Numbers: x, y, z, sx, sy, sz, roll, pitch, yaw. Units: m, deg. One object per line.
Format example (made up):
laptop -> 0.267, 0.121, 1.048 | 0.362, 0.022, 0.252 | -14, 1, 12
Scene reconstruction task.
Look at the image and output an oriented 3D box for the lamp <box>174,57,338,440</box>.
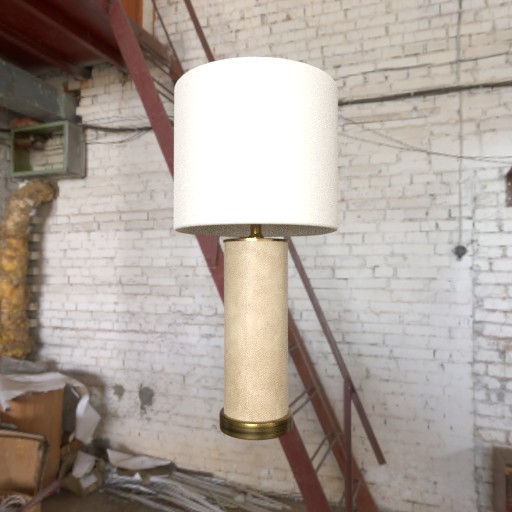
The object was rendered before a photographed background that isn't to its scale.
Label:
lamp -> 0.000, 0.000, 0.833 | 0.305, 0.634, 0.305 | 1, -2, -35
